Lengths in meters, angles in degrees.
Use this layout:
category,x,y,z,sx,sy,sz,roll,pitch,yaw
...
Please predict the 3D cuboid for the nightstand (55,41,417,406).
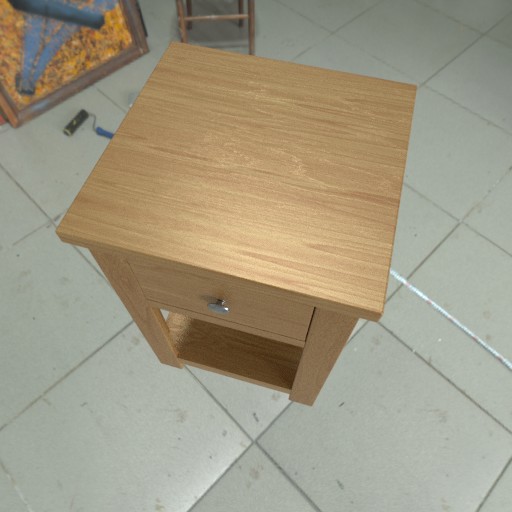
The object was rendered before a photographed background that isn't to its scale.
category,x,y,z,sx,sy,sz,roll,pitch,yaw
nightstand,0.000,0.000,0.912,0.428,0.614,0.418,14,61,8
